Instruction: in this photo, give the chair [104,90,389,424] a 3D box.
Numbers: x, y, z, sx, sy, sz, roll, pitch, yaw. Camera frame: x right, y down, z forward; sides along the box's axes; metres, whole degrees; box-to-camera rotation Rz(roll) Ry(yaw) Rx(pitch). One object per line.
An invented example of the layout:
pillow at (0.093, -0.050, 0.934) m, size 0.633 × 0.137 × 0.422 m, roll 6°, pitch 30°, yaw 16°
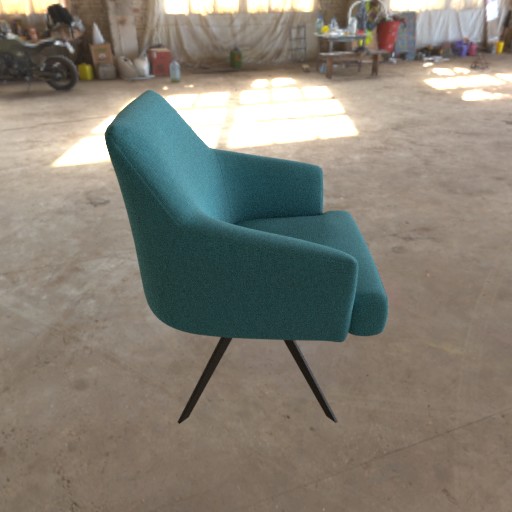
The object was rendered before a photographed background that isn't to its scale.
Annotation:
chair at (0.000, 0.000, 1.317) m, size 0.677 × 0.874 × 0.642 m, roll 0°, pitch 31°, yaw 0°
